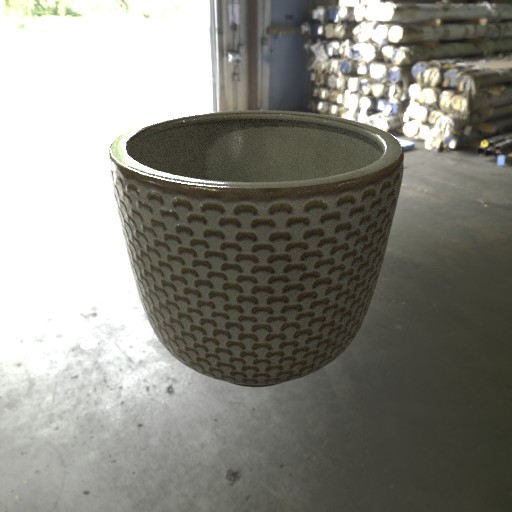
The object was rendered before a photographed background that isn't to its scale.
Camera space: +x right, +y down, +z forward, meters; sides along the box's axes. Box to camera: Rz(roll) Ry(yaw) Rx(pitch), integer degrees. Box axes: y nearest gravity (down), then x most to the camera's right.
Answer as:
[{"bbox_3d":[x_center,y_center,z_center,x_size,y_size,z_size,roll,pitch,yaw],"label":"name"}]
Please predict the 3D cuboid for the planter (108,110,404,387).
[{"bbox_3d":[0.000,0.000,0.244,0.139,0.130,0.139,0,29,0],"label":"planter"}]
